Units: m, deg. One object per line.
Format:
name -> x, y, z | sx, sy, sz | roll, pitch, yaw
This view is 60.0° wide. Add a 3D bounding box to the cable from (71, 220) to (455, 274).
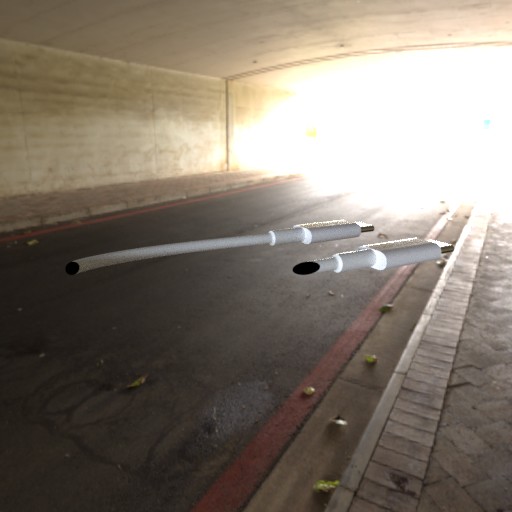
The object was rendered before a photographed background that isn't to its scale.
cable -> 0.000, 0.000, 0.110 | 0.098, 0.005, 0.041 | -8, 17, -28
